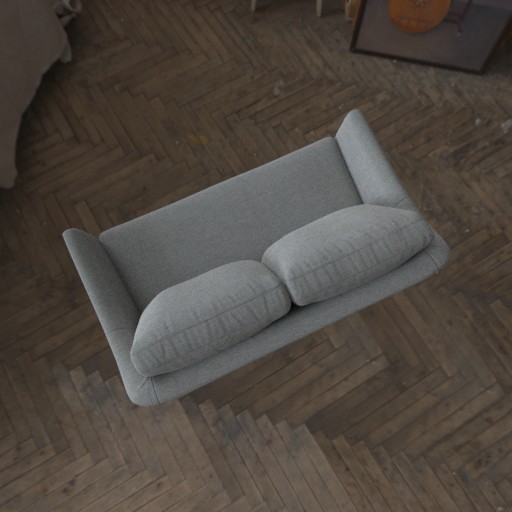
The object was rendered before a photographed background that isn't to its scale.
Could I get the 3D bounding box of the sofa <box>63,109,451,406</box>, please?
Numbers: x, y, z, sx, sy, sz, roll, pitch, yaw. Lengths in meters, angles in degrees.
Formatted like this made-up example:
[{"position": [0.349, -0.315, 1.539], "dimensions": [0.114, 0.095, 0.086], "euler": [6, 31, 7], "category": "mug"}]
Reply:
[{"position": [0.000, 0.000, 2.228], "dimensions": [1.619, 0.904, 0.960], "euler": [-24, 75, -7], "category": "sofa"}]
